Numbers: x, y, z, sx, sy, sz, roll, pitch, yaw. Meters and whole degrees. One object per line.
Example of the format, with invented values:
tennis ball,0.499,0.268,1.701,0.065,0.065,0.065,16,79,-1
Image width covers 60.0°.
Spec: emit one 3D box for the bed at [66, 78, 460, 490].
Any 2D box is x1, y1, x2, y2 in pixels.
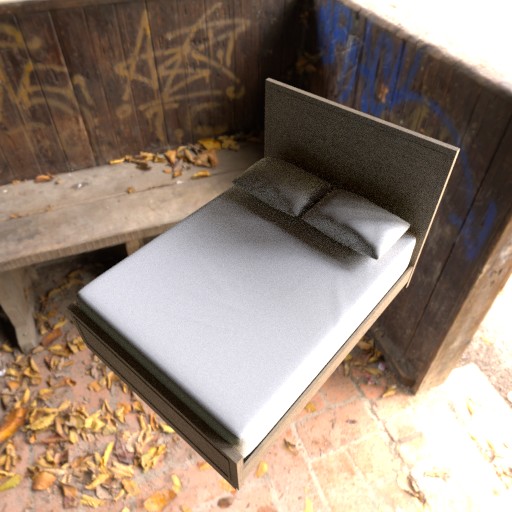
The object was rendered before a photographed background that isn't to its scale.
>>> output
bed,0.000,0.000,3.150,1.606,1.369,2.189,32,54,27
